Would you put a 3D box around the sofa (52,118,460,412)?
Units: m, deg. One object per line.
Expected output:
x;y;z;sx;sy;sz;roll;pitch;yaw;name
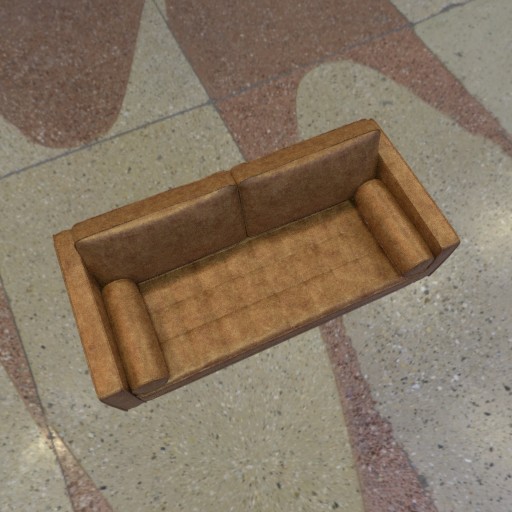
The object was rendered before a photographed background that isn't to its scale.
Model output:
0.000;0.000;2.435;1.920;0.825;0.924;-22;67;-10;sofa
